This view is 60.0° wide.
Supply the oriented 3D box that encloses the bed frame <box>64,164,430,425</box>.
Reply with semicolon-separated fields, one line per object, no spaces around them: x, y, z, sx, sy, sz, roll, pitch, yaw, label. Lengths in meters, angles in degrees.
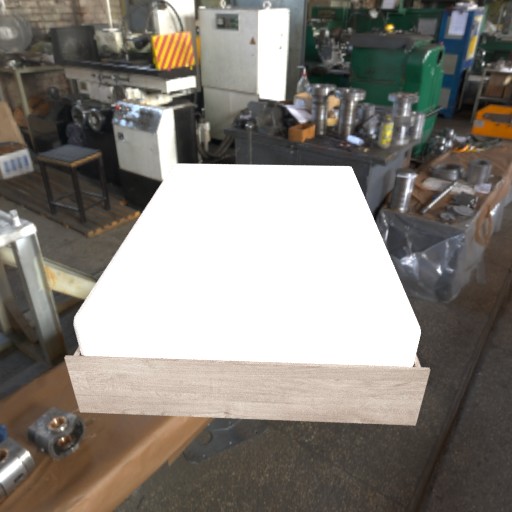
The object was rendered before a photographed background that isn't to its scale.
0.000;0.000;2.623;1.445;0.497;1.945;1;30;2;bed frame
